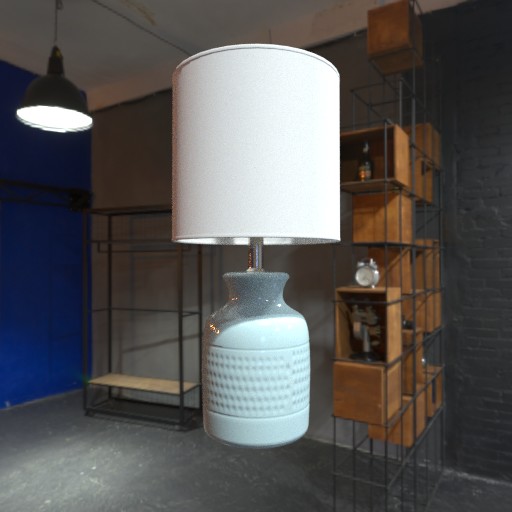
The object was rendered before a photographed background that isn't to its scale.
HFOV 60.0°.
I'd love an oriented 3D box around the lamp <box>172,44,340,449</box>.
[{"bbox_3d":[0.000,0.000,1.119,0.418,0.871,0.418,-1,-1,35],"label":"lamp"}]
